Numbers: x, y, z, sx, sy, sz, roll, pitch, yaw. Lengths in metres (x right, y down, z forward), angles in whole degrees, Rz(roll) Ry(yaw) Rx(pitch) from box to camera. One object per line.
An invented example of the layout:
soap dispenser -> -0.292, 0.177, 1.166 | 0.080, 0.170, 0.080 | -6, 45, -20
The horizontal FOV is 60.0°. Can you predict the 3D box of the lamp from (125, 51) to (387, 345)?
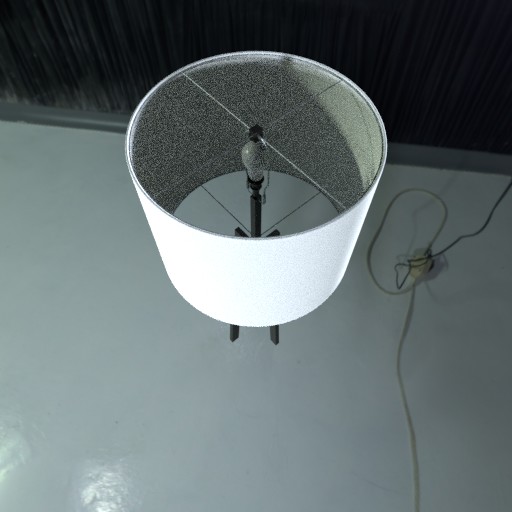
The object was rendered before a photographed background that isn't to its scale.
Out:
lamp -> 0.000, 0.000, 0.647 | 0.257, 0.489, 0.257 | 4, 59, 2
